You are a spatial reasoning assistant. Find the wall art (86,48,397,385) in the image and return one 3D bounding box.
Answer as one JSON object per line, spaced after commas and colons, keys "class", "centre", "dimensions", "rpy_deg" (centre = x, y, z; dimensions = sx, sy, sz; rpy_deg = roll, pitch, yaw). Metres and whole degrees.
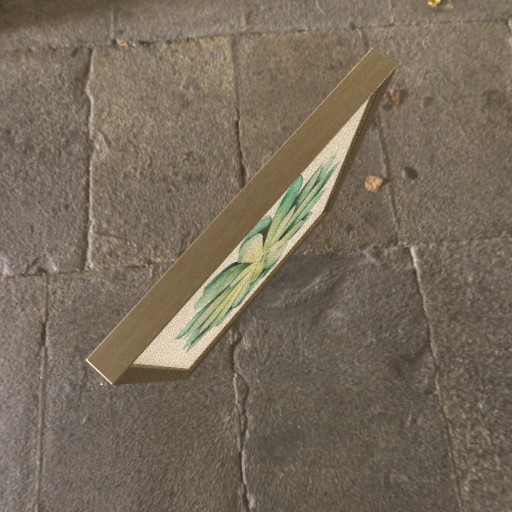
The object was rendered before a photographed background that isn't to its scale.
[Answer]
{"class": "wall art", "centre": [0.000, 0.000, 0.751], "dimensions": [0.040, 0.506, 0.503], "rpy_deg": [39, 78, 10]}
